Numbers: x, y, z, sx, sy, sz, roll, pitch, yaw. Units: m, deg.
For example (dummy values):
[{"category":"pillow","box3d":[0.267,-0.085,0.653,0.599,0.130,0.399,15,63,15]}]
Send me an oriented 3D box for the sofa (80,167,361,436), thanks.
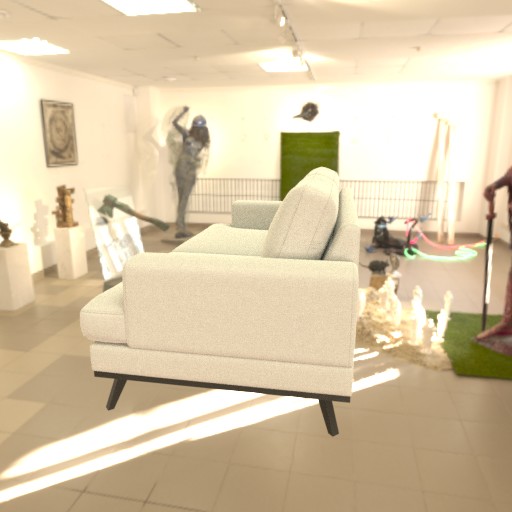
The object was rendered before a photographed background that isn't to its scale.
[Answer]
[{"category":"sofa","box3d":[0.000,0.000,2.176,0.920,0.810,1.650,3,14,10]}]
